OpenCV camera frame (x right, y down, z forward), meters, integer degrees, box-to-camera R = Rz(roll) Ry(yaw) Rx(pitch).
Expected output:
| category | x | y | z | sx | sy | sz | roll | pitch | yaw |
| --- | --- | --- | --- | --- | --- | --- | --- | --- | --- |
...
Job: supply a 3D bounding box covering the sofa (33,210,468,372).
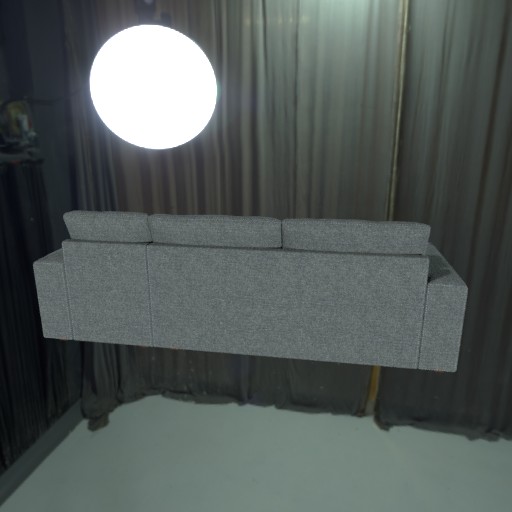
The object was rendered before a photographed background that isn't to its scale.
| category | x | y | z | sx | sy | sz | roll | pitch | yaw |
| --- | --- | --- | --- | --- | --- | --- | --- | --- | --- |
| sofa | 0.000 | 0.000 | 3.545 | 2.718 | 0.940 | 1.689 | 3 | 17 | 9 |
